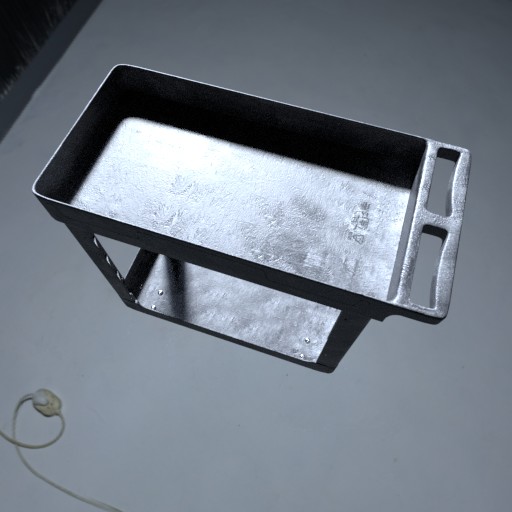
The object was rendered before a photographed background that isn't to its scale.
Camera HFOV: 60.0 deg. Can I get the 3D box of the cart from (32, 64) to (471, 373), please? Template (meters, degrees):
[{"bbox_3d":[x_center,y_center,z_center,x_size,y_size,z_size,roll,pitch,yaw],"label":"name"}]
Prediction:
[{"bbox_3d":[0.000,0.000,1.323,0.877,0.824,0.420,17,65,8],"label":"cart"}]
